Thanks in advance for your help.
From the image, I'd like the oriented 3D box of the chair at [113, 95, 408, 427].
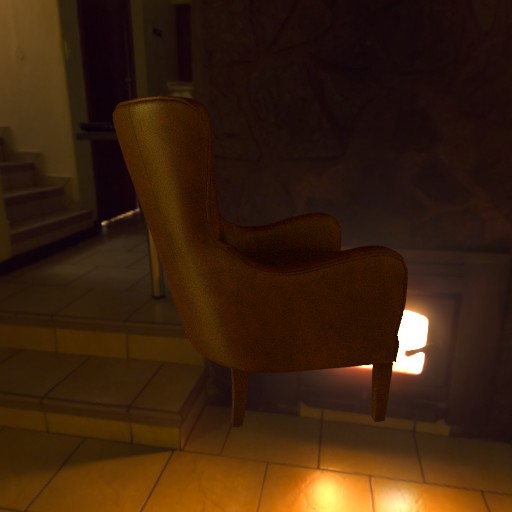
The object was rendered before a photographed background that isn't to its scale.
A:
[{"bbox_3d":[0.000,0.000,1.614,0.914,1.048,0.692,-2,16,-9],"label":"chair"}]
